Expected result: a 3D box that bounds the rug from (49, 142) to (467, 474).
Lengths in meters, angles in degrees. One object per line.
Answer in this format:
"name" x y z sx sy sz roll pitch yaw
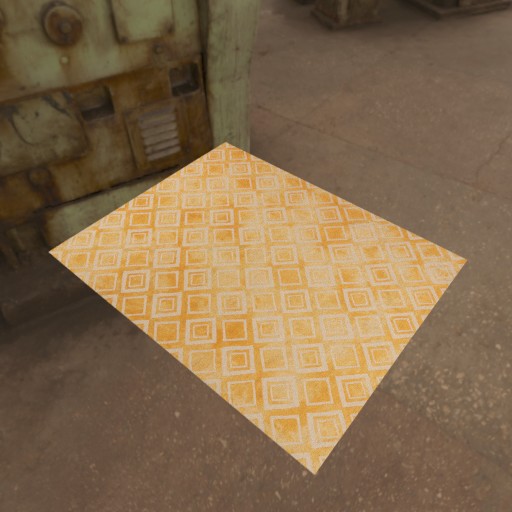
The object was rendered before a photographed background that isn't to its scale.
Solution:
"rug" 0.000 0.000 4.119 3.037 0.011 2.433 32 54 26
